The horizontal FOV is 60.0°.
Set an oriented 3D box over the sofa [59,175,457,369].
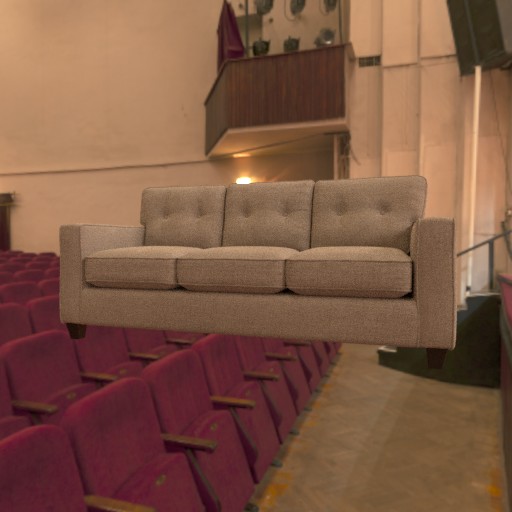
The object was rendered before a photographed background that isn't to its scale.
[{"bbox_3d":[0.000,0.000,2.651,2.133,0.965,0.939,1,2,18],"label":"sofa"}]
